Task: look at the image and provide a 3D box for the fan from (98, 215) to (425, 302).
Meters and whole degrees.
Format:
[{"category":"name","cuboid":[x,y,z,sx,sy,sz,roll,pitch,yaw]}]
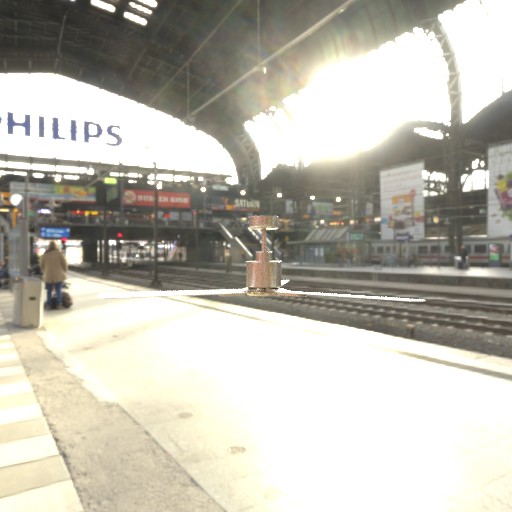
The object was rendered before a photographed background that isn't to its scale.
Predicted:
[{"category":"fan","cuboid":[0.000,0.000,2.408,1.531,0.446,1.561,0,0,-34]}]
